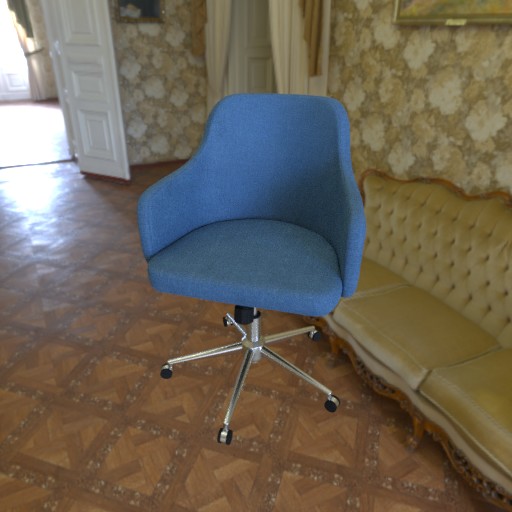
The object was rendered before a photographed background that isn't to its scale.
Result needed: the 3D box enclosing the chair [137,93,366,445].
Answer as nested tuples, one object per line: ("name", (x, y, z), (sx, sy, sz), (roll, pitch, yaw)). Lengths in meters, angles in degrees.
("chair", (0.000, 0.000, 1.278), (0.599, 0.820, 0.655), (7, 28, 14))
